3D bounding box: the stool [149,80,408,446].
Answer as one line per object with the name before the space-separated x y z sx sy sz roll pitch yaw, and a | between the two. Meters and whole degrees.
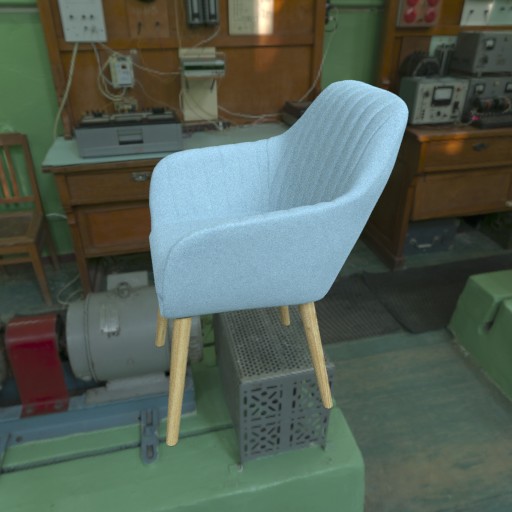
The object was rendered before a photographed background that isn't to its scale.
stool | 0.000 0.000 1.178 0.590 0.830 0.503 -8 31 -13
